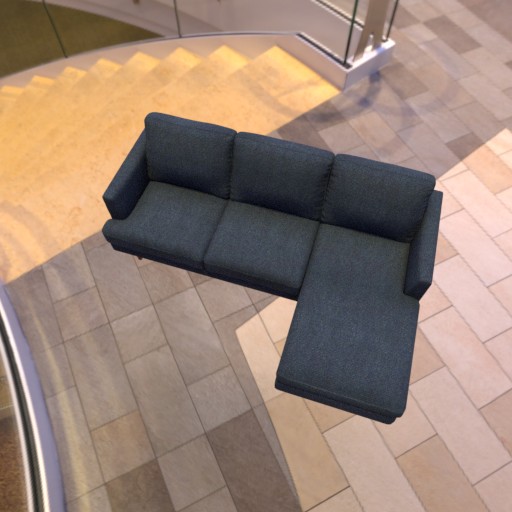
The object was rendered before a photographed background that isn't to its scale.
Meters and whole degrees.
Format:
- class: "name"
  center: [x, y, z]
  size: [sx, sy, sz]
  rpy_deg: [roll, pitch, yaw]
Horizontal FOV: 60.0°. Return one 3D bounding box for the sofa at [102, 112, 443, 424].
- class: "sofa"
  center: [0.000, 0.000, 3.018]
  size: [2.233, 0.956, 1.504]
  rpy_deg: [15, 60, 9]
